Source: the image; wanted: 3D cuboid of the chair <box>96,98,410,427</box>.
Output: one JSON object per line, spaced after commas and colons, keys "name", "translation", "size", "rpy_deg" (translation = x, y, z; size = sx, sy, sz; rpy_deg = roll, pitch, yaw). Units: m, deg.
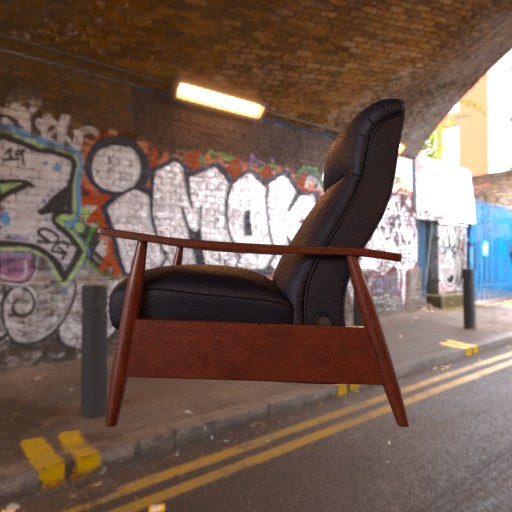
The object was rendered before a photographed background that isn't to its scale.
{"name": "chair", "translation": [0.000, 0.000, 1.769], "size": [1.014, 1.082, 0.762], "rpy_deg": [0, 0, 0]}
